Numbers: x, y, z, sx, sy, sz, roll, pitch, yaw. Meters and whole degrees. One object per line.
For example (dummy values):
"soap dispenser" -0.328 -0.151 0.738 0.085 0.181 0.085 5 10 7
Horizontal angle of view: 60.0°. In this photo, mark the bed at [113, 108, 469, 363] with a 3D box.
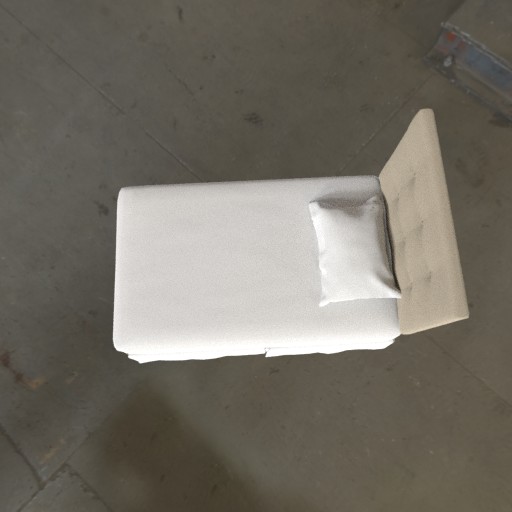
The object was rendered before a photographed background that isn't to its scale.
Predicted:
"bed" 0.000 0.000 2.969 1.997 1.571 1.261 -3 75 -1
